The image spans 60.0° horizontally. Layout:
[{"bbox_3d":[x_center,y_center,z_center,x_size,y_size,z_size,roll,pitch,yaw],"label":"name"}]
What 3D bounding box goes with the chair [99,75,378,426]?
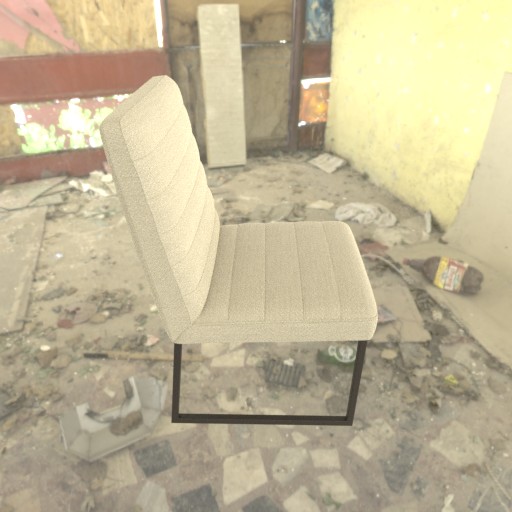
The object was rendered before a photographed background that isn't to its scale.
[{"bbox_3d":[0.000,0.000,1.310,0.634,0.930,0.520,1,32,1],"label":"chair"}]
